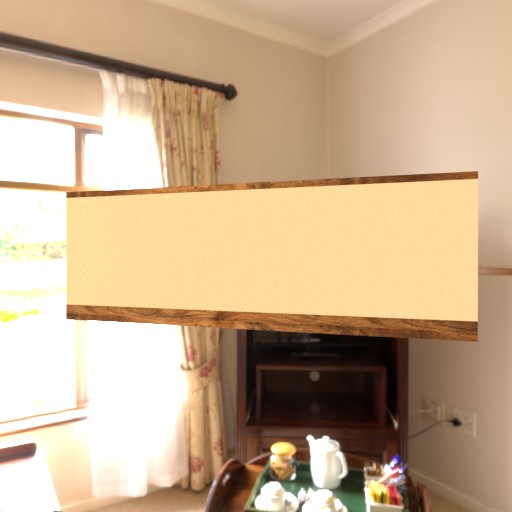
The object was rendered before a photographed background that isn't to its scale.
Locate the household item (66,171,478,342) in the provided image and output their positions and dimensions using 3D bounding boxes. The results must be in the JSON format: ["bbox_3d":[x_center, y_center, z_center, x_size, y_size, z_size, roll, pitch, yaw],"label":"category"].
[{"bbox_3d":[0.000,0.000,2.053,1.800,0.615,0.390,0,0,18],"label":"household item"}]
